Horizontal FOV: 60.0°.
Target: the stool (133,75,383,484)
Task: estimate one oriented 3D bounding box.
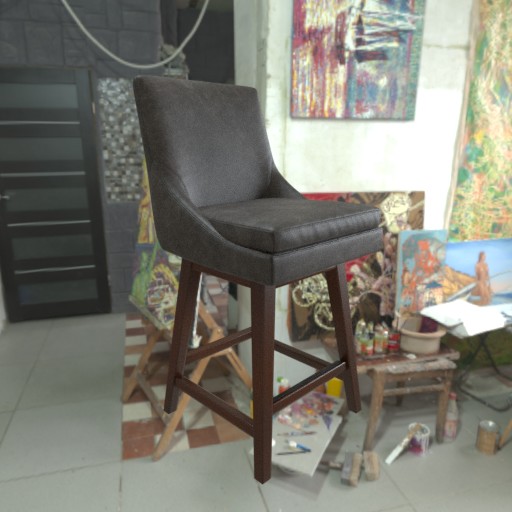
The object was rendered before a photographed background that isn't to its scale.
[{"bbox_3d":[0.000,0.000,1.353,0.492,1.046,0.587,-14,20,-43],"label":"stool"}]
